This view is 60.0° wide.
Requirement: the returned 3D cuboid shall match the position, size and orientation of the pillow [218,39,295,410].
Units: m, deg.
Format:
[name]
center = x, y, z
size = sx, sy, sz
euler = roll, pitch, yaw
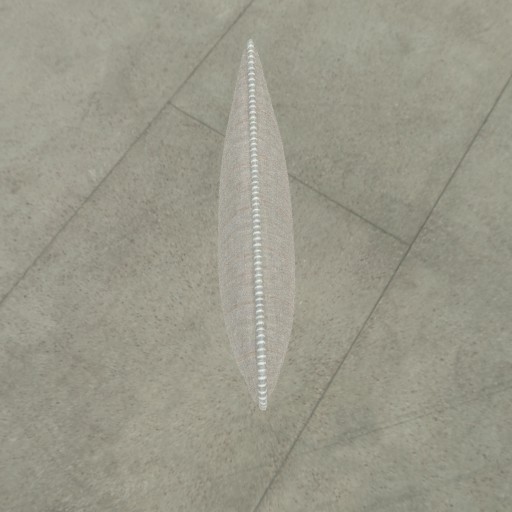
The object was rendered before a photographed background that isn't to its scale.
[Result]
[pillow]
center = 0.000, 0.000, 0.762
size = 0.124, 0.494, 0.485
euler = -2, 74, -1
